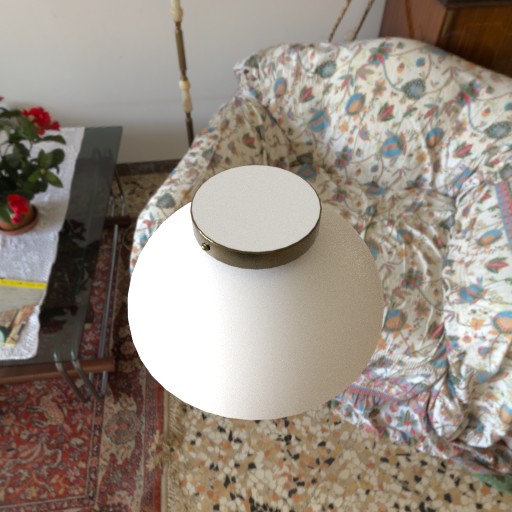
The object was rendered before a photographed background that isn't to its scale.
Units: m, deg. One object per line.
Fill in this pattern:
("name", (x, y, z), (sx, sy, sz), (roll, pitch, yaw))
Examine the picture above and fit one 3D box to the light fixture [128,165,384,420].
("light fixture", (0.000, 0.000, 0.568), (0.355, 0.177, 0.355), (0, 49, 0))
